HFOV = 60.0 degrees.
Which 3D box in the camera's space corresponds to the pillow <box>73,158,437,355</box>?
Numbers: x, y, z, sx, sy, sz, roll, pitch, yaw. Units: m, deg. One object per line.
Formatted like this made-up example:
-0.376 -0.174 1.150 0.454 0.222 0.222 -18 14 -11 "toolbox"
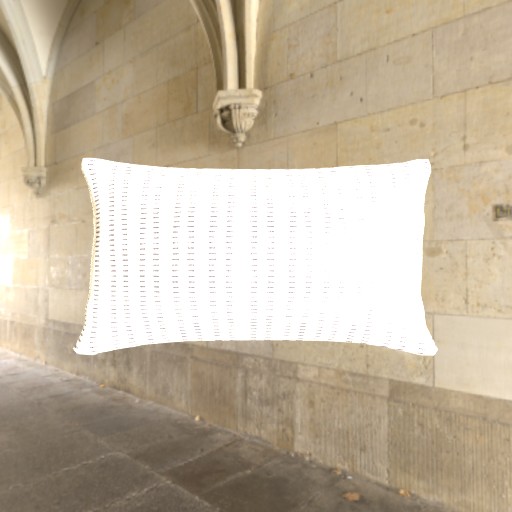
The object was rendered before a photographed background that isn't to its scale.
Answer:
0.000 0.000 0.802 0.640 0.353 0.210 0 -2 -1 "pillow"
